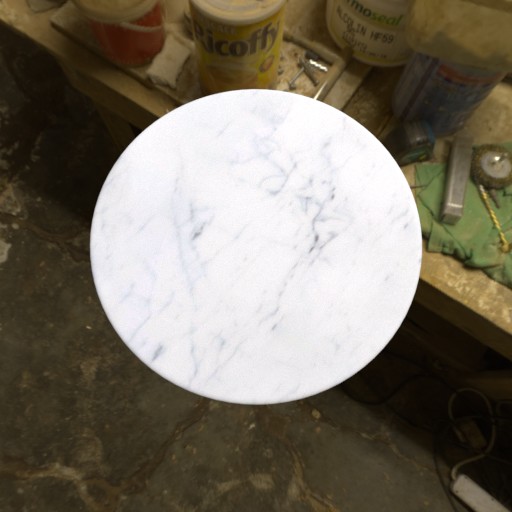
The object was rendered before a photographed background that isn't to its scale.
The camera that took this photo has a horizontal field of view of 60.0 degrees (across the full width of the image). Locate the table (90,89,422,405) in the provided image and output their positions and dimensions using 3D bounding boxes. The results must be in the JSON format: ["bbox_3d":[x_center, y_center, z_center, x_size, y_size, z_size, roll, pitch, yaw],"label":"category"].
[{"bbox_3d":[0.000,0.000,1.284,0.800,0.450,0.800,0,74,0],"label":"table"}]
